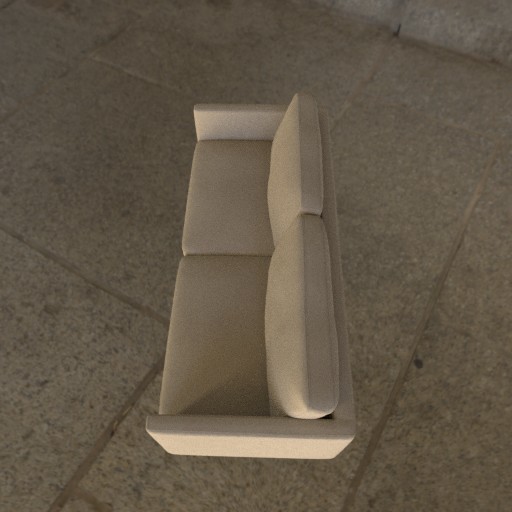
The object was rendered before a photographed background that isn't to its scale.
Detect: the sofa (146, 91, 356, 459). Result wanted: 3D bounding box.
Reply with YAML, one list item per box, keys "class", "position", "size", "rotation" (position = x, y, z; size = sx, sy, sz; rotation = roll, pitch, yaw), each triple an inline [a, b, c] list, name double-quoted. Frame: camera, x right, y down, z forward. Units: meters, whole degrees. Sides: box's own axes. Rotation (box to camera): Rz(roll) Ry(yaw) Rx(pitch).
- class: "sofa"
  position: [0.000, 0.000, 2.703]
  size: [0.948, 0.932, 2.181]
  rotation: [1, 58, 1]
